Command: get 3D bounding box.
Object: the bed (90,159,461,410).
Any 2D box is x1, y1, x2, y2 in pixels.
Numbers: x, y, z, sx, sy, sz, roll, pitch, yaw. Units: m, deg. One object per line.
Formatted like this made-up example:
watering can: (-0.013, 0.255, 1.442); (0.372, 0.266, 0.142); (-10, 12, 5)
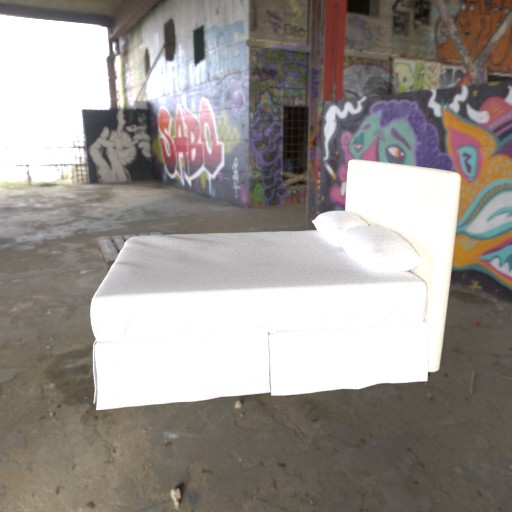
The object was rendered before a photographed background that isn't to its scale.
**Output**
bed: (0.000, 0.000, 3.280); (2.142, 1.330, 1.713); (-2, 15, -8)
